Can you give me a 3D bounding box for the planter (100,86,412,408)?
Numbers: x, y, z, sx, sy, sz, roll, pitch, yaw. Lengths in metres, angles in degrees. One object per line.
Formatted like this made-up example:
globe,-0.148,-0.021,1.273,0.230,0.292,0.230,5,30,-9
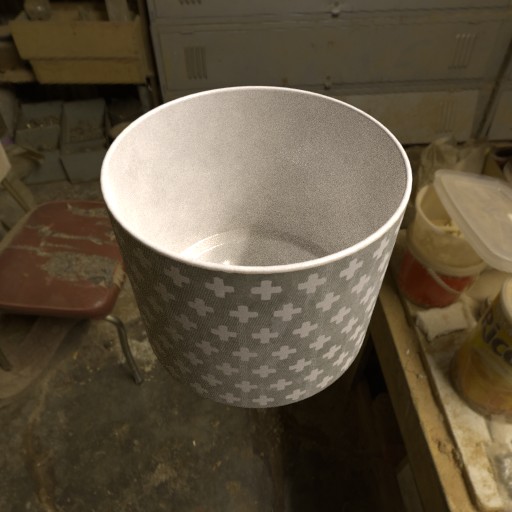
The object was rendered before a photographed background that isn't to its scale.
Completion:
planter,0.000,0.000,0.342,0.190,0.181,0.190,0,47,0
